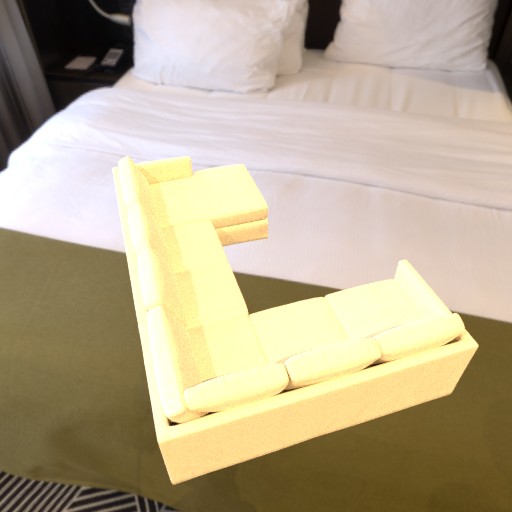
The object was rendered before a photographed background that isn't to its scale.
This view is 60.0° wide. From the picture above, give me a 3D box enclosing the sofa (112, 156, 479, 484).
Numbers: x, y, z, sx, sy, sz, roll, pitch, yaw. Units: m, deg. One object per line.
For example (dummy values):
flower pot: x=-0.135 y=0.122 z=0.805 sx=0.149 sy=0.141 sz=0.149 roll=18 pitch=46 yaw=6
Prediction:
sofa: x=0.000 y=0.000 z=4.428 sx=2.427 sy=0.882 sz=3.460 roll=-12 pitch=44 yaw=-13
